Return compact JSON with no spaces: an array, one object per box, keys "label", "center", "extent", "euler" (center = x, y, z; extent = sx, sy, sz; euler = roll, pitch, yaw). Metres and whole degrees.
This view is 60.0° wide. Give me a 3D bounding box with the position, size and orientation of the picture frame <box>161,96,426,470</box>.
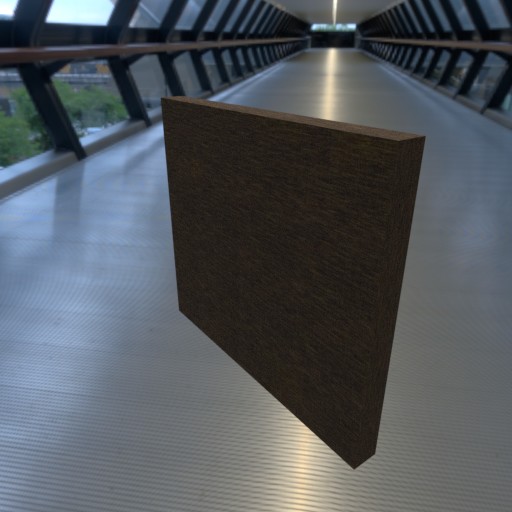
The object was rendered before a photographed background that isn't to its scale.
[{"label":"picture frame","center":[0.000,0.000,0.528],"extent":[0.033,0.330,0.378],"euler":[-18,30,-33]}]
